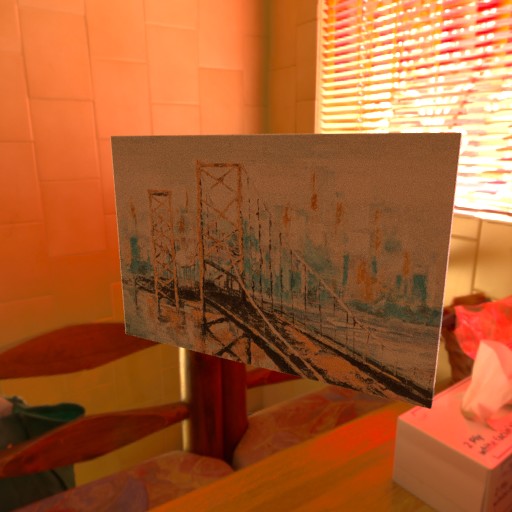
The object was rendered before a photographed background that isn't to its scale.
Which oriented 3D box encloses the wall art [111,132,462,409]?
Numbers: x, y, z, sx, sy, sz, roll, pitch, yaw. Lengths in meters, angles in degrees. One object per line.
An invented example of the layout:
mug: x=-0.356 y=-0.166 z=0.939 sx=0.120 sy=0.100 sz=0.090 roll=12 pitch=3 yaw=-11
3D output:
wall art: x=0.000 y=0.000 z=1.150 sx=0.913 sy=0.609 sz=0.038 roll=7 pitch=16 yaw=26
